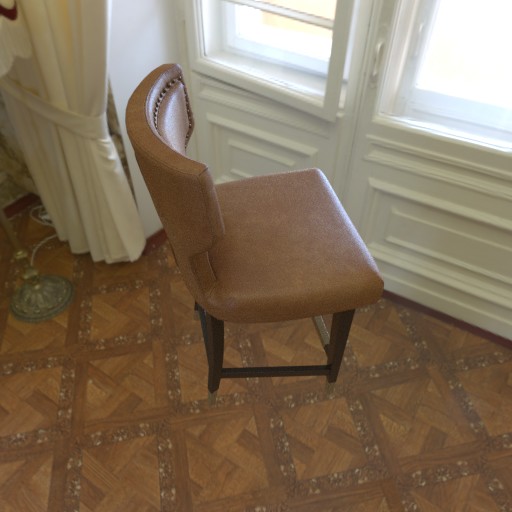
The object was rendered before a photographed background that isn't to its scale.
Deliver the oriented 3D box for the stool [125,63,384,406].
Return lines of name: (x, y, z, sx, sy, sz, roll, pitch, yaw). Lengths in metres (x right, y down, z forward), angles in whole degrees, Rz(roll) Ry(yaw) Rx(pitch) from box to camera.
stool: (0.000, 0.000, 1.311, 0.563, 0.982, 0.526, -10, 47, -9)
